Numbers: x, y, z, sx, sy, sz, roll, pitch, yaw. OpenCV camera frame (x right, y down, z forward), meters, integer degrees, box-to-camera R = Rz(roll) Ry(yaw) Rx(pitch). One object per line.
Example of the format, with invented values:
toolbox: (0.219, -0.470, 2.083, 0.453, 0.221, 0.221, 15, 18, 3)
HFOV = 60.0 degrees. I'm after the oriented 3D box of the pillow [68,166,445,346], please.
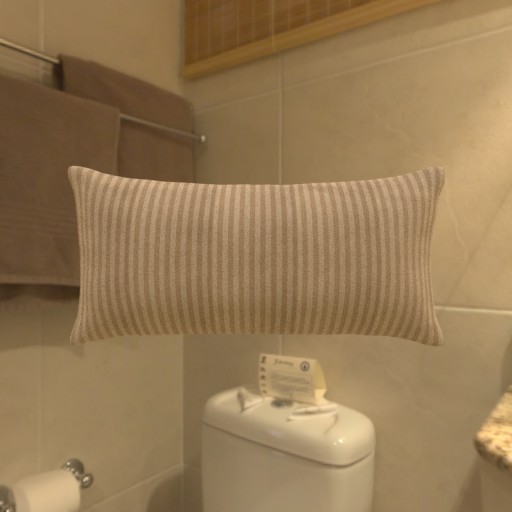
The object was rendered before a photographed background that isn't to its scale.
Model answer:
pillow: (0.000, 0.000, 0.728, 0.617, 0.295, 0.151, 0, 0, 0)
